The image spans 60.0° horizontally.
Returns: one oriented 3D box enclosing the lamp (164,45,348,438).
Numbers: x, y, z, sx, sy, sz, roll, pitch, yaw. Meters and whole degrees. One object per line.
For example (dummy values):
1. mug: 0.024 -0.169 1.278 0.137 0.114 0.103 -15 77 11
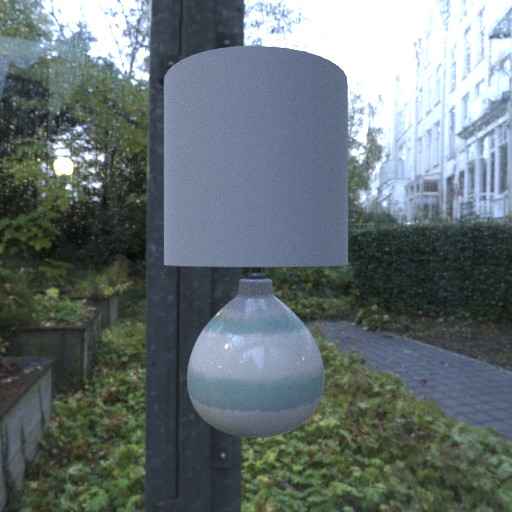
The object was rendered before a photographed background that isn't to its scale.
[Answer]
1. lamp: 0.000 0.000 0.533 0.217 0.404 0.217 0 0 1
